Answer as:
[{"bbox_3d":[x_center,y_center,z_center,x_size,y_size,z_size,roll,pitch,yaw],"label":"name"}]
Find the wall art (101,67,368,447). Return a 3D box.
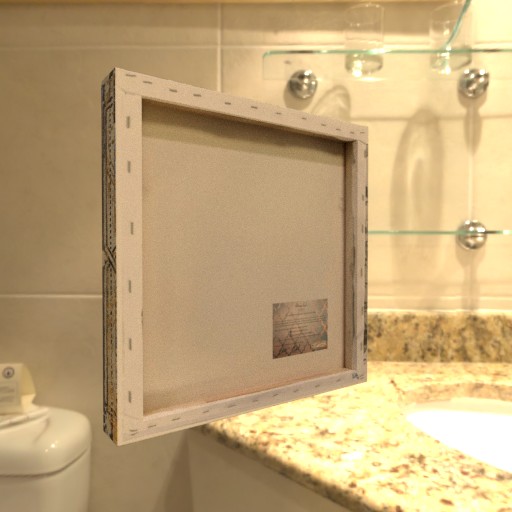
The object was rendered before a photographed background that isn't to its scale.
[{"bbox_3d":[0.000,0.000,0.458,0.302,0.306,0.038,-1,1,-35],"label":"wall art"}]
